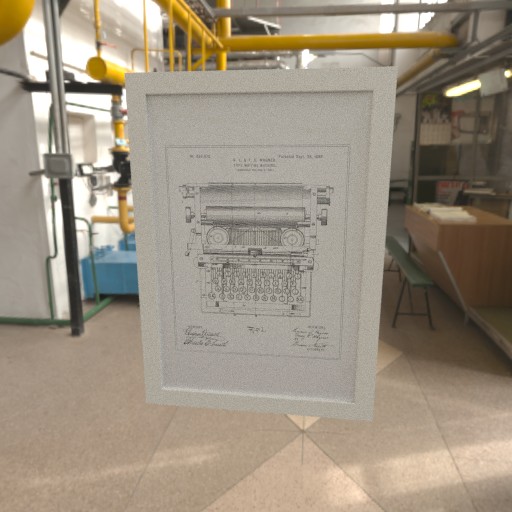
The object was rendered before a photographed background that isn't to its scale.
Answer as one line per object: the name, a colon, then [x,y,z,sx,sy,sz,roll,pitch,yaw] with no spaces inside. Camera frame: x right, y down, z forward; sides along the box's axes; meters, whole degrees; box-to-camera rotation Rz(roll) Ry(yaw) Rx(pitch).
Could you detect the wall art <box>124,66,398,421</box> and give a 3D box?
wall art: [0.000,0.000,0.682,0.381,0.533,0.013,2,14,8]
